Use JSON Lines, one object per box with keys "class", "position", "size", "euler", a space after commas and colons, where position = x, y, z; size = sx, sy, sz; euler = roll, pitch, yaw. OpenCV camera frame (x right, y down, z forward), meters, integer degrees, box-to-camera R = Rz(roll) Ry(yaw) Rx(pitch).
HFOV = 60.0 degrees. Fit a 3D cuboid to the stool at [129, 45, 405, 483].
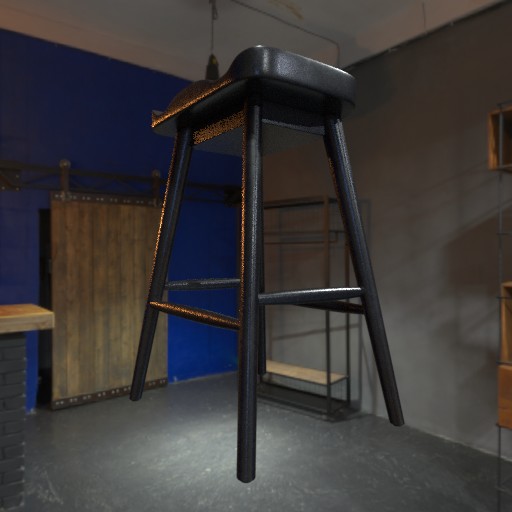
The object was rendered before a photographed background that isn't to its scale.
{"class": "stool", "position": [0.000, 0.000, 0.874], "size": [0.361, 0.615, 0.440], "euler": [0, 0, -36]}
